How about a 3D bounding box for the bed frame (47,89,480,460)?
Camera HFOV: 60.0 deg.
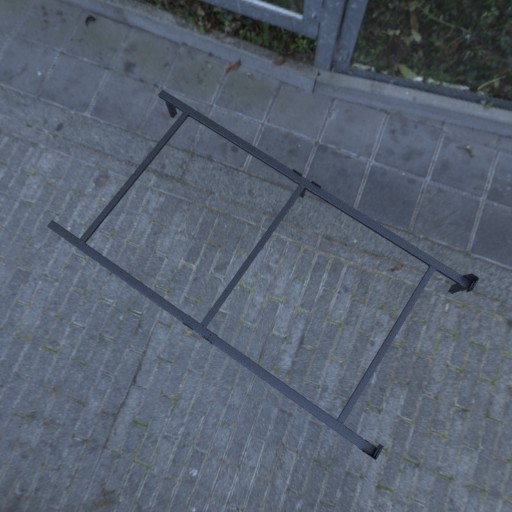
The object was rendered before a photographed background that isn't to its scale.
[{"bbox_3d":[0.000,0.000,2.241,1.897,0.248,0.968,34,78,8],"label":"bed frame"}]
